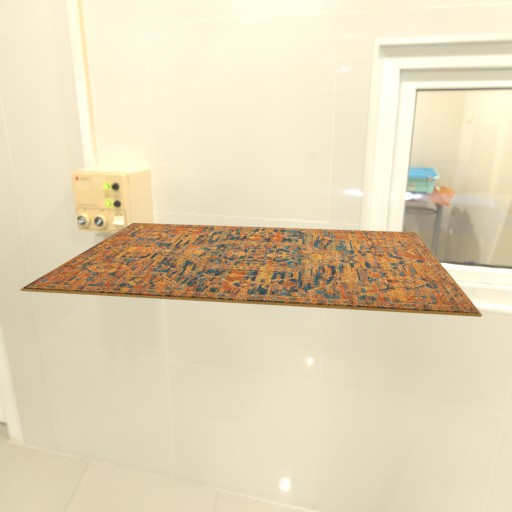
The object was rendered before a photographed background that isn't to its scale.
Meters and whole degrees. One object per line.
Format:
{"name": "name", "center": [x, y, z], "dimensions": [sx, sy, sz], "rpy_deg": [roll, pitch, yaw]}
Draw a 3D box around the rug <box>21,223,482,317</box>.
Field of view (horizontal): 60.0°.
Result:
{"name": "rug", "center": [0.000, 0.000, 1.080], "dimensions": [0.863, 0.008, 0.557], "rpy_deg": [2, 18, 7]}
